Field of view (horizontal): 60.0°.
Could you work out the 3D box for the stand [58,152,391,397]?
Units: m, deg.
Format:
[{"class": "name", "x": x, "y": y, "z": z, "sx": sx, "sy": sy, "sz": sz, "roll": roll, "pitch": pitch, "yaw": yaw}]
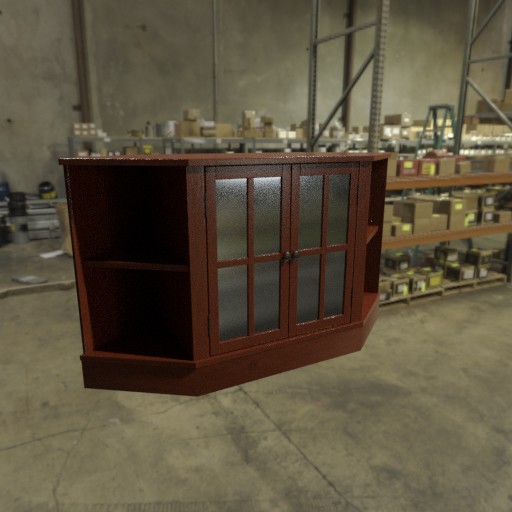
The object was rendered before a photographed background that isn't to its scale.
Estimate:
[{"class": "stand", "x": 0.000, "y": 0.000, "z": 1.378, "sx": 1.072, "sy": 0.614, "sz": 0.381, "roll": -8, "pitch": 17, "yaw": -27}]
